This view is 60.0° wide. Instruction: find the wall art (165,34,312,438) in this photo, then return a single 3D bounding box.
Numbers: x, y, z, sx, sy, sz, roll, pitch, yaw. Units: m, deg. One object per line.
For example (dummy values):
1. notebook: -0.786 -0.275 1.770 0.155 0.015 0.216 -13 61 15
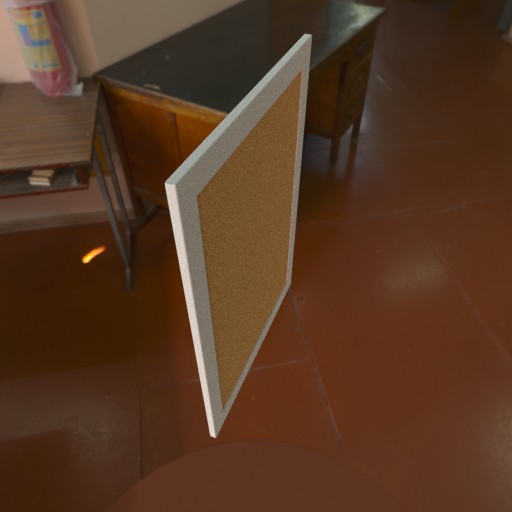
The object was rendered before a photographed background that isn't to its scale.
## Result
1. wall art: 0.000 0.000 0.684 0.012 0.529 0.374 17 48 16
